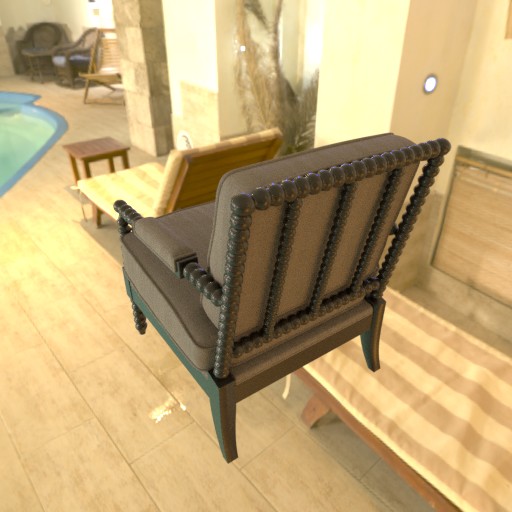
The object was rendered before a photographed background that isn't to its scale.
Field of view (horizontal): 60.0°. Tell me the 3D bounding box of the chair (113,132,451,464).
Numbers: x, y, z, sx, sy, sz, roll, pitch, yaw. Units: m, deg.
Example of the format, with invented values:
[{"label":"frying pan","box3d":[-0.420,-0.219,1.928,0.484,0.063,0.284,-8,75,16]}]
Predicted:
[{"label":"chair","box3d":[0.000,0.000,1.106,0.540,0.661,0.622,-20,37,-30]}]
